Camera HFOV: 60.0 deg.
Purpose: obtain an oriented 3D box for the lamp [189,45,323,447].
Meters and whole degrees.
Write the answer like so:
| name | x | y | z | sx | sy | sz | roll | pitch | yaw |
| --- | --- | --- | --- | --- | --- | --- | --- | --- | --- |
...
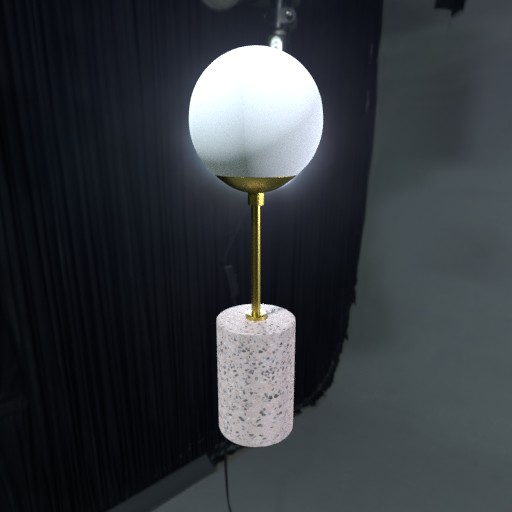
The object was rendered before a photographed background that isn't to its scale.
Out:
| name | x | y | z | sx | sy | sz | roll | pitch | yaw |
| --- | --- | --- | --- | --- | --- | --- | --- | --- | --- |
| lamp | 0.000 | 0.000 | 0.553 | 0.153 | 0.480 | 0.153 | 0 | 15 | 0 |
